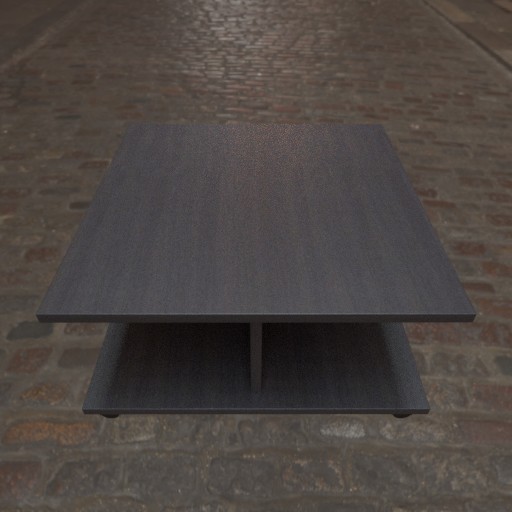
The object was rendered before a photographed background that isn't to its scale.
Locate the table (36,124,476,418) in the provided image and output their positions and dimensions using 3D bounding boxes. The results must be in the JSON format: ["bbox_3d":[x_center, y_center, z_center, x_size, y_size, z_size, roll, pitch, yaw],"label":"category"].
[{"bbox_3d":[0.000,0.000,1.181,0.762,0.396,0.762,0,41,0],"label":"table"}]
